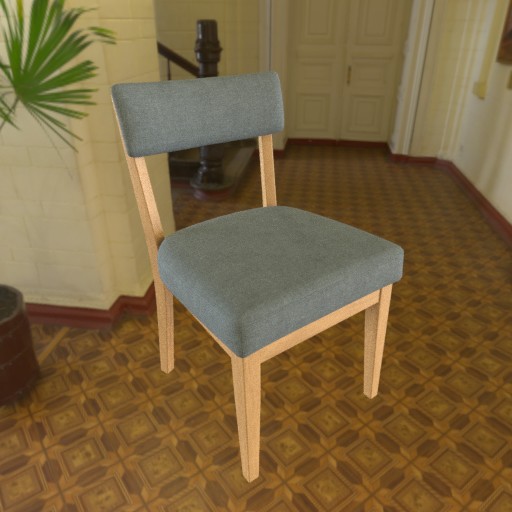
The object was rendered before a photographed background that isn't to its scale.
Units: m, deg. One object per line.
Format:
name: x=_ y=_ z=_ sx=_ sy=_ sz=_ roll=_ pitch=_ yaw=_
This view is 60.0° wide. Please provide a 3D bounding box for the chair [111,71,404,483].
chair: x=0.000 y=0.000 z=1.154 sx=0.508 sy=0.832 sz=0.572 roll=-20 pitch=34 yaw=-32
